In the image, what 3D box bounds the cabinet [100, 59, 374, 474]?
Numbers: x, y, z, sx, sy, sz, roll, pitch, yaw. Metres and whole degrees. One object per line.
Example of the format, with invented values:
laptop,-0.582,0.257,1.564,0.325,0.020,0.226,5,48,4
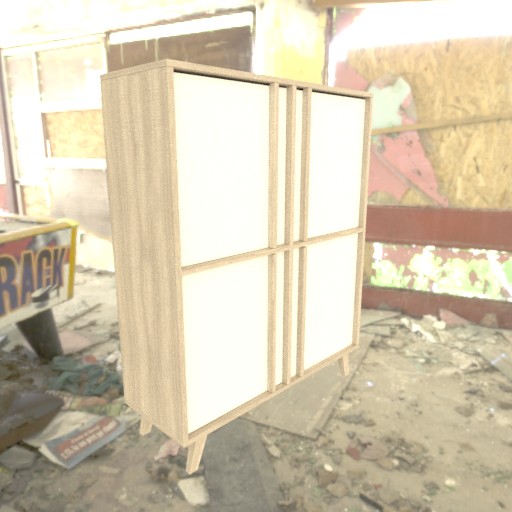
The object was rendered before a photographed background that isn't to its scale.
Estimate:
cabinet,0.000,0.000,1.914,0.398,1.388,1.111,13,19,43
